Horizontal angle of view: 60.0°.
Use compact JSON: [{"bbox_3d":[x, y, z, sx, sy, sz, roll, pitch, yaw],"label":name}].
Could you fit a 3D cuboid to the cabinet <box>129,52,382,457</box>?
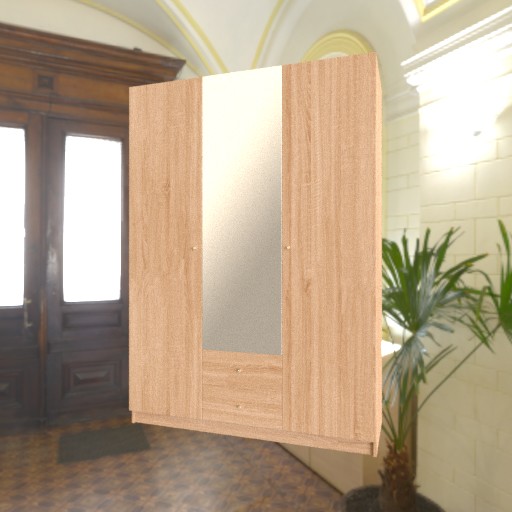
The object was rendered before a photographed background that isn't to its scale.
[{"bbox_3d":[0.000,0.000,2.797,1.500,2.120,0.590,0,0,19],"label":"cabinet"}]
